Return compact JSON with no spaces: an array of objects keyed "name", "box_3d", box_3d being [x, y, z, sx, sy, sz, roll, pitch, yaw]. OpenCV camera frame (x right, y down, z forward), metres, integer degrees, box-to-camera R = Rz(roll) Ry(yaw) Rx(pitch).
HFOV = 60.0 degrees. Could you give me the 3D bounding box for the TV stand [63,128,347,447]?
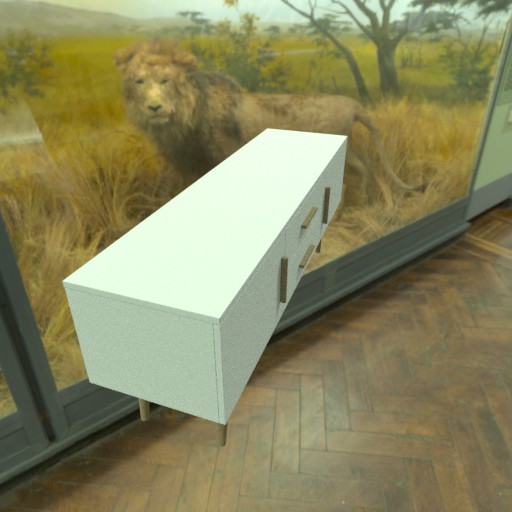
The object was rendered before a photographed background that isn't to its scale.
[{"name":"TV stand","box_3d":[0.000,0.000,1.631,0.401,0.560,1.398,11,32,17]}]
